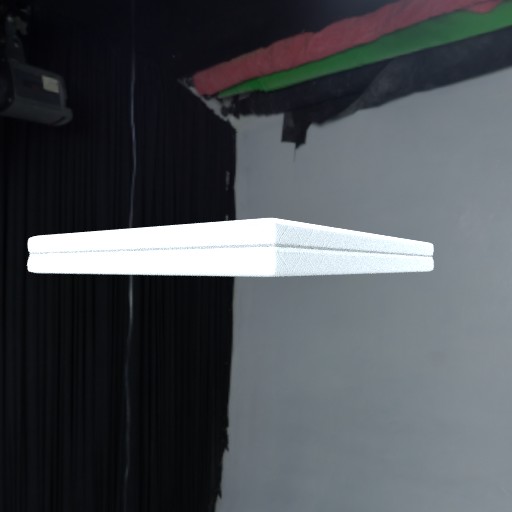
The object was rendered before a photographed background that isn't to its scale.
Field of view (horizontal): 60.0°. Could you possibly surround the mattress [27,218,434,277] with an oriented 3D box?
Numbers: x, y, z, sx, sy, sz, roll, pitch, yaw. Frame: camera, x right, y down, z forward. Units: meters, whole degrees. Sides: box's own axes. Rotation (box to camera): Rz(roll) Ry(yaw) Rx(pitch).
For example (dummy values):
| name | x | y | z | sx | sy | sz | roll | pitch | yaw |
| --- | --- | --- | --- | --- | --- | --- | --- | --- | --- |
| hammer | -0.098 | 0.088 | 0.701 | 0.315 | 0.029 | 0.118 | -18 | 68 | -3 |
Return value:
| name | x | y | z | sx | sy | sz | roll | pitch | yaw |
| --- | --- | --- | --- | --- | --- | --- | --- | --- | --- |
| mattress | 0.000 | 0.000 | 2.728 | 1.600 | 0.200 | 2.000 | -1 | -2 | 36 |
